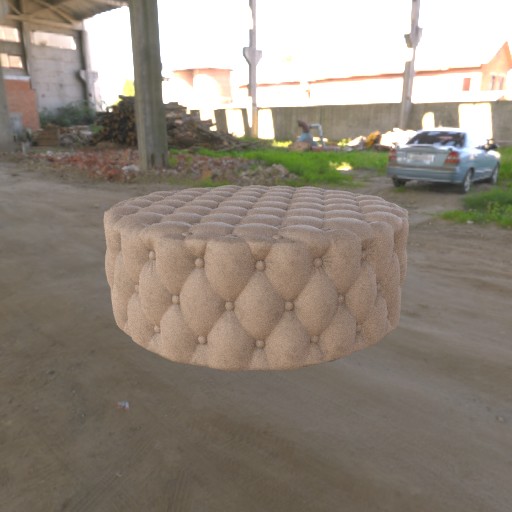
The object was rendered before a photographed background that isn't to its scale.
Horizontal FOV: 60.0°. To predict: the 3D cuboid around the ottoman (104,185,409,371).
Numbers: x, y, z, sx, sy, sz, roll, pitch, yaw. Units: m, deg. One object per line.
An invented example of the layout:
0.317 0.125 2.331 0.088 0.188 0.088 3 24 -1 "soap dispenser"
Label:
0.000 0.000 1.544 0.998 0.399 0.998 0 16 0 "ottoman"
